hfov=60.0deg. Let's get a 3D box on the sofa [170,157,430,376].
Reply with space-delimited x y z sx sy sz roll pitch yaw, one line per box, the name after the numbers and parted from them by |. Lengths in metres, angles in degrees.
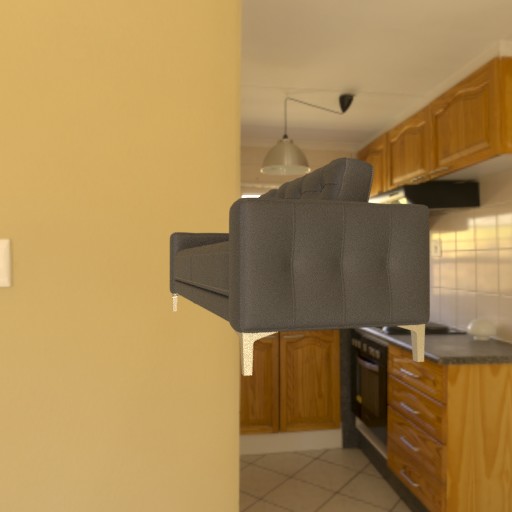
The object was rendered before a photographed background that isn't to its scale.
0.000 0.000 2.765 0.833 0.893 2.275 0 -1 -17 | sofa
